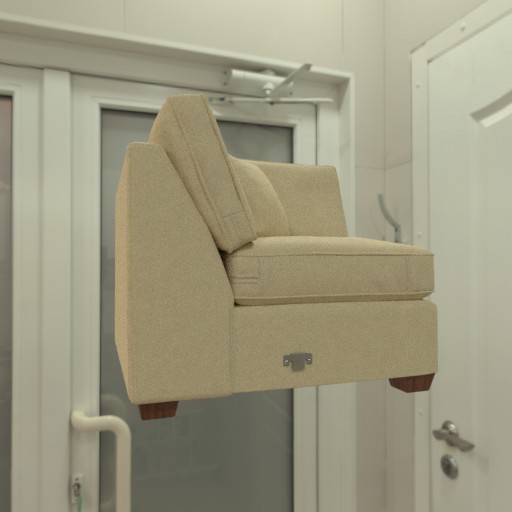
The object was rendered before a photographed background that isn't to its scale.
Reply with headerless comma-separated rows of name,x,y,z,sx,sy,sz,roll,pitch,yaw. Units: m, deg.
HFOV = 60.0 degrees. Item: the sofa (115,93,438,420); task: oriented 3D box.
sofa,0.000,0.000,1.938,1.146,1.002,1.084,0,-1,-19
